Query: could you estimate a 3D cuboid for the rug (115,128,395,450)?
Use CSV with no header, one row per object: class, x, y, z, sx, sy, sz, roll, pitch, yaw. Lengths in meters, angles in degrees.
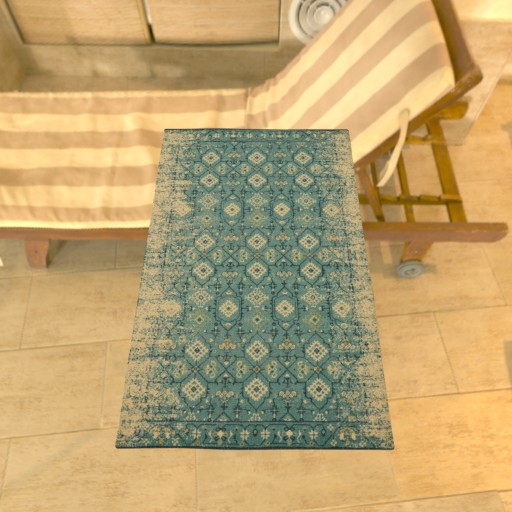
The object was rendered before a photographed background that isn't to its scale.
rug,0.000,0.000,3.028,1.530,0.015,2.449,0,59,0
